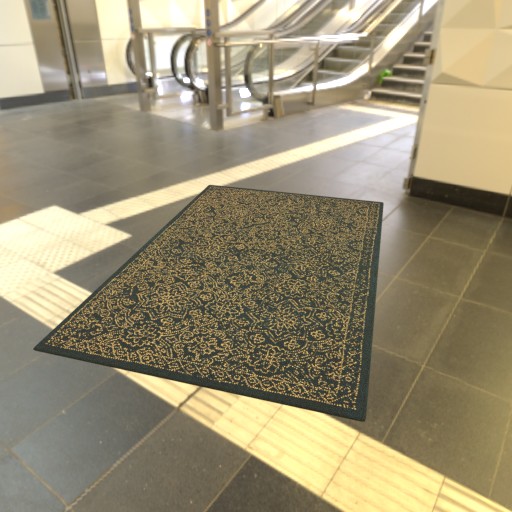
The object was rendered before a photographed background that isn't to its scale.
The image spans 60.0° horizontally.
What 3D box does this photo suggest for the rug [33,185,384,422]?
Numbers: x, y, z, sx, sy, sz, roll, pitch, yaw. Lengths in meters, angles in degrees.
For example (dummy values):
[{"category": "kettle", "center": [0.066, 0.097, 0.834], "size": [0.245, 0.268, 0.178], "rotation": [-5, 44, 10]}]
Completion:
[{"category": "rug", "center": [0.000, 0.000, 2.276], "size": [1.219, 0.010, 1.829], "rotation": [8, 30, 14]}]
